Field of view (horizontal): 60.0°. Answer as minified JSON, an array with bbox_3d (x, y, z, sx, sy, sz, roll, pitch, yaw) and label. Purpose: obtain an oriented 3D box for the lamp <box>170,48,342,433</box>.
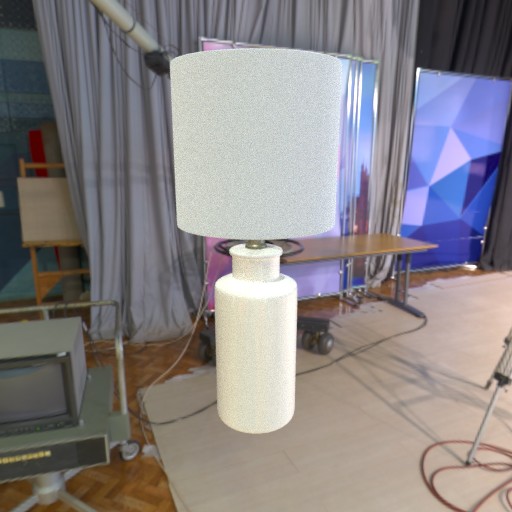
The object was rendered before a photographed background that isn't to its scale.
[{"bbox_3d":[0.000,0.000,0.616,0.212,0.493,0.212,7,16,27],"label":"lamp"}]
